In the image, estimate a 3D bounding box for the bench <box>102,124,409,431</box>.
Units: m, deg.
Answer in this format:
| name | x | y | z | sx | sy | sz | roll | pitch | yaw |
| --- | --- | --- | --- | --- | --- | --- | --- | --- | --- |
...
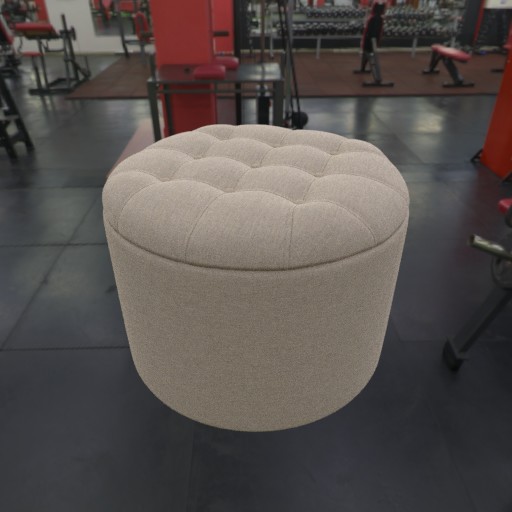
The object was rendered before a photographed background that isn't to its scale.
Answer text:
| name | x | y | z | sx | sy | sz | roll | pitch | yaw |
| --- | --- | --- | --- | --- | --- | --- | --- | --- | --- |
| bench | 0.000 | 0.000 | 0.980 | 0.600 | 0.454 | 0.600 | 0 | 32 | 0 |
